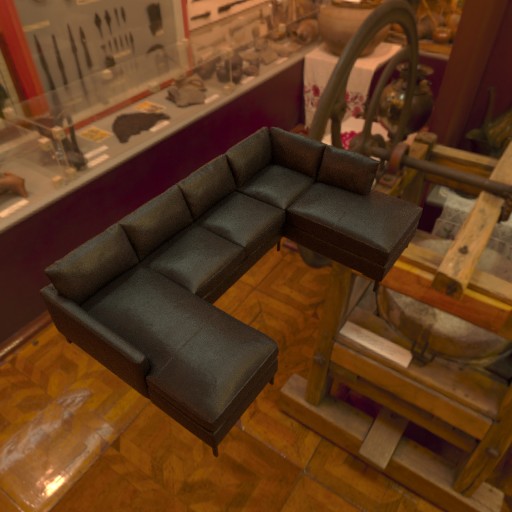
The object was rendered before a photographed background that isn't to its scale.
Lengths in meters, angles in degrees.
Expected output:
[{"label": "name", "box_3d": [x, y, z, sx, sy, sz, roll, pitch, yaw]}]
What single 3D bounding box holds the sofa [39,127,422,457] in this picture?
[{"label": "sofa", "box_3d": [0.000, 0.000, 3.926, 1.939, 0.900, 2.956, 26, 49, 26]}]
